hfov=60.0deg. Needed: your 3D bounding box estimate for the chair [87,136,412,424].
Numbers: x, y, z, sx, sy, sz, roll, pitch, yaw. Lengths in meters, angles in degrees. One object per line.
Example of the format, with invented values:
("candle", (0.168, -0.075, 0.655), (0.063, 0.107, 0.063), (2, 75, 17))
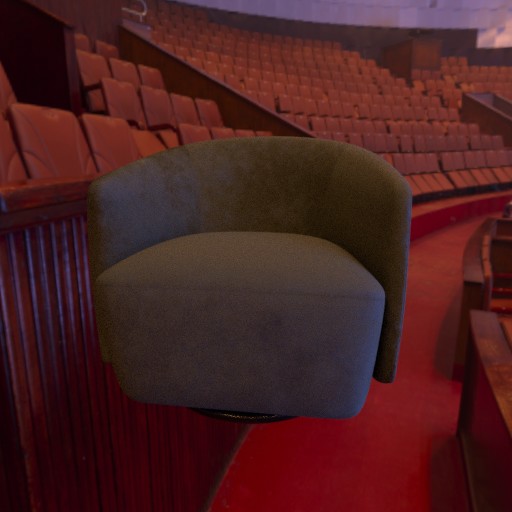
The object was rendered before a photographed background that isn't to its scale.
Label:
("chair", (0.000, 0.000, 1.308), (0.773, 0.698, 0.767), (2, 14, 8))
